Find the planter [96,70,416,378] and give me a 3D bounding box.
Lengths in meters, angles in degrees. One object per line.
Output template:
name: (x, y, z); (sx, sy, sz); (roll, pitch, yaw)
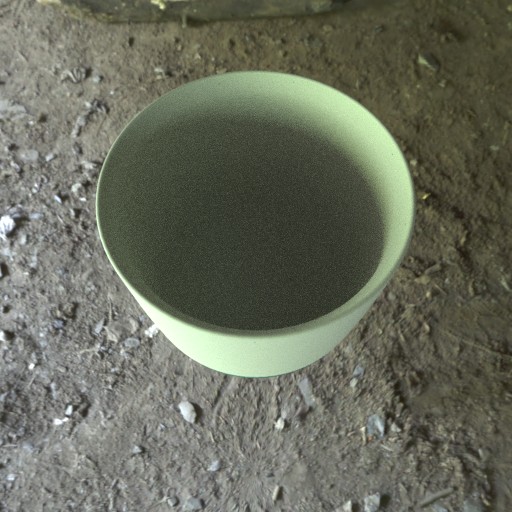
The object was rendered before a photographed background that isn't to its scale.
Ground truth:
planter: (0.000, 0.000, 0.380); (0.204, 0.214, 0.204); (0, 64, 0)
